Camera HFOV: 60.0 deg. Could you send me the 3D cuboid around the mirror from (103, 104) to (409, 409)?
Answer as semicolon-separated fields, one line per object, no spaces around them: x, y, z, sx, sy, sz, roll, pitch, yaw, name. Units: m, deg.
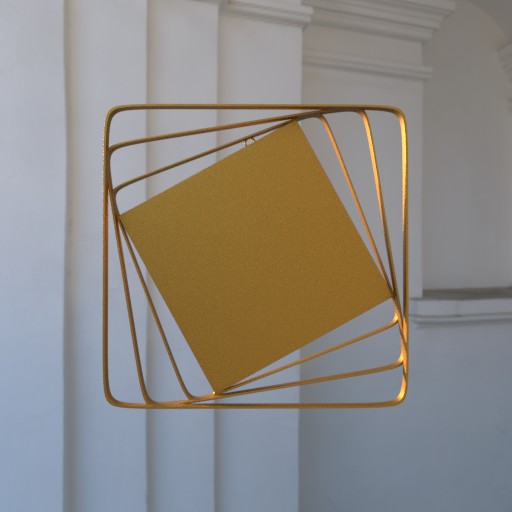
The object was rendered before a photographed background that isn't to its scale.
0.000;0.000;0.697;0.470;0.468;0.045;0;-1;-1;mirror
